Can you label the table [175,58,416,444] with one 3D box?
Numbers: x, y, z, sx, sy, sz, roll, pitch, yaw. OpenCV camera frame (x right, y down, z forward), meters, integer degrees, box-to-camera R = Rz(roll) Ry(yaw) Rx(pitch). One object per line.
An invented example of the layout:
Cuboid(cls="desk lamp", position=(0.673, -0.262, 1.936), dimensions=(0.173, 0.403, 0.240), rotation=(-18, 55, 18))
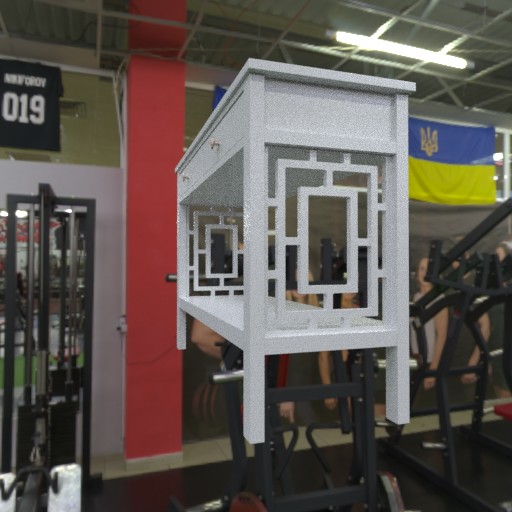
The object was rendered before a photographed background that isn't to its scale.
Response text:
Cuboid(cls="table", position=(0.000, 0.000, 1.419), dimensions=(0.397, 0.753, 1.068), rotation=(0, -1, -18))
